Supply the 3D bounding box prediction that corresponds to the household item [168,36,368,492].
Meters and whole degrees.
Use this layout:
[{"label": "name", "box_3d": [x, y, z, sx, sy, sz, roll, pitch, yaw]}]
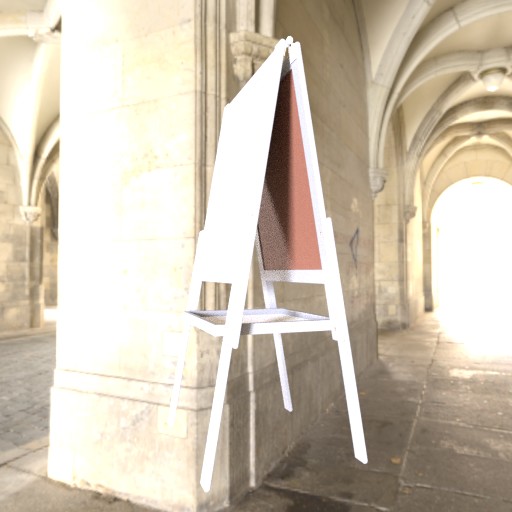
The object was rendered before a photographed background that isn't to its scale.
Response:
[{"label": "household item", "box_3d": [0.000, 0.000, 1.426, 0.469, 1.172, 0.531, 1, -2, -21]}]
